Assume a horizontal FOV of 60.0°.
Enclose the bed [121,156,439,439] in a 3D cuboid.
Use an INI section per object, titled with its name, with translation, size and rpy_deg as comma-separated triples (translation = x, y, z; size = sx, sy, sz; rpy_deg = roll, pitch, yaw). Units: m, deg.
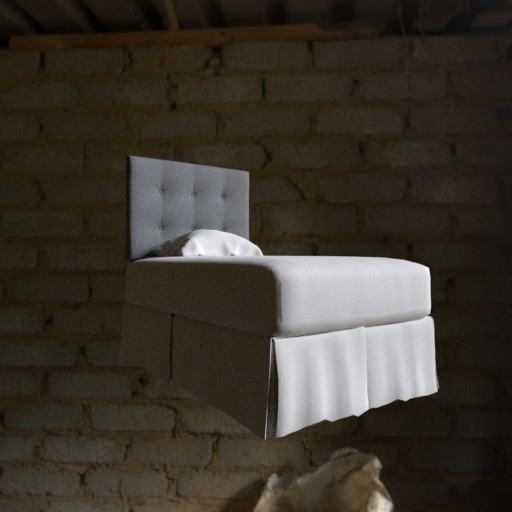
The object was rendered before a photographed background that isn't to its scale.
[bed]
translation = 0.000, 0.000, 3.006
size = 1.261, 1.571, 1.997
rpy_deg = 0, 0, -35
